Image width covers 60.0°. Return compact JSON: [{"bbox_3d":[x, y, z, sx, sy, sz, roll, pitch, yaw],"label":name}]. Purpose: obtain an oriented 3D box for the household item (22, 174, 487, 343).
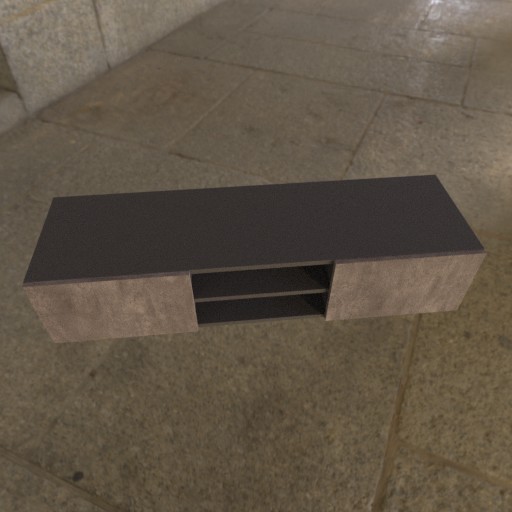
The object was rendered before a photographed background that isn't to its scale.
[{"bbox_3d":[0.000,0.000,1.582,1.400,0.310,0.420,-4,45,-4],"label":"household item"}]
